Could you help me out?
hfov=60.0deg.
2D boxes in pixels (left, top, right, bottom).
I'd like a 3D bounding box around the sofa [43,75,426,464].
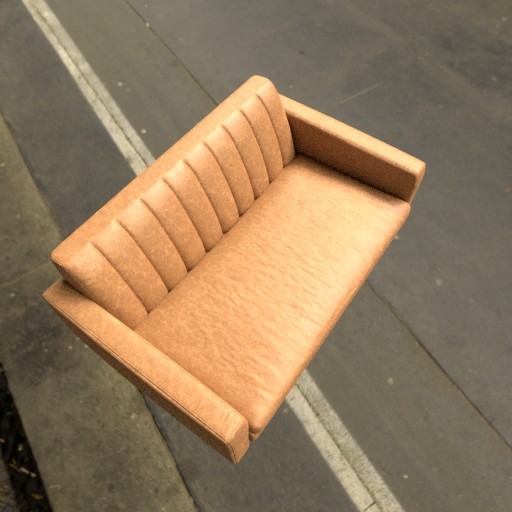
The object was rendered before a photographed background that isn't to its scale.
[{"bbox_3d":[0.000,0.000,2.087,0.960,0.820,1.549,32,64,18],"label":"sofa"}]
